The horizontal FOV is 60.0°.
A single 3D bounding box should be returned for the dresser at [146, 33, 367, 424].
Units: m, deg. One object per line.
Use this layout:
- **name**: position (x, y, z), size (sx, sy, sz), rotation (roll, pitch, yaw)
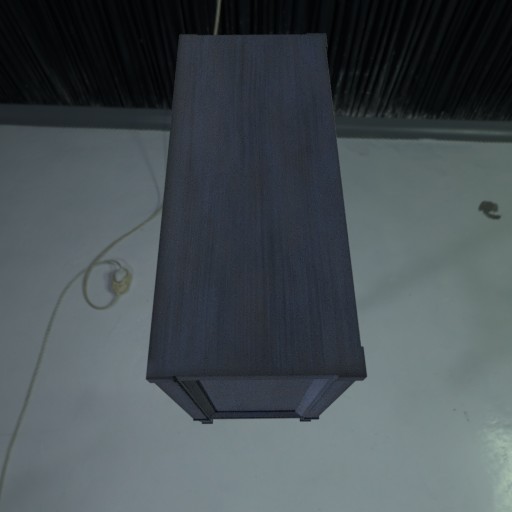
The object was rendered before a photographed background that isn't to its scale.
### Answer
- **dresser**: position (0.000, 0.000, 1.581), size (0.463, 0.986, 1.049), rotation (-1, 64, 0)
